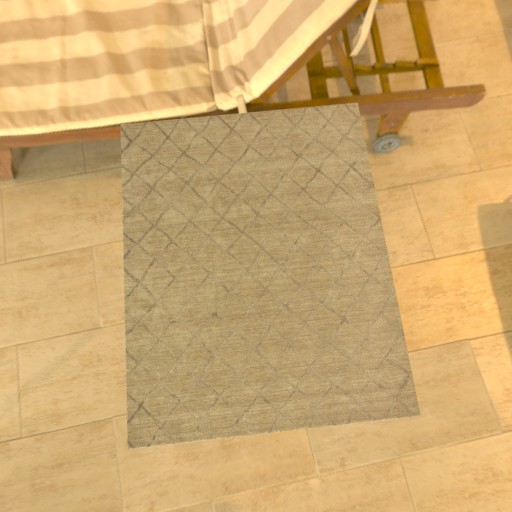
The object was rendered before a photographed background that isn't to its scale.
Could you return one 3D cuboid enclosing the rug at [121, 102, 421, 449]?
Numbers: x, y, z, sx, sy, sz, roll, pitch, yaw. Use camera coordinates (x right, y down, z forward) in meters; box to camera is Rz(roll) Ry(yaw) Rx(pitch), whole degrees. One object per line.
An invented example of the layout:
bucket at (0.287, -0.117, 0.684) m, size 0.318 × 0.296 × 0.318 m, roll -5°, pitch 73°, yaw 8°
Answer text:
rug at (0.000, 0.000, 4.070) m, size 2.420 × 0.019 × 3.038 m, roll -6°, pitch 73°, yaw -2°
